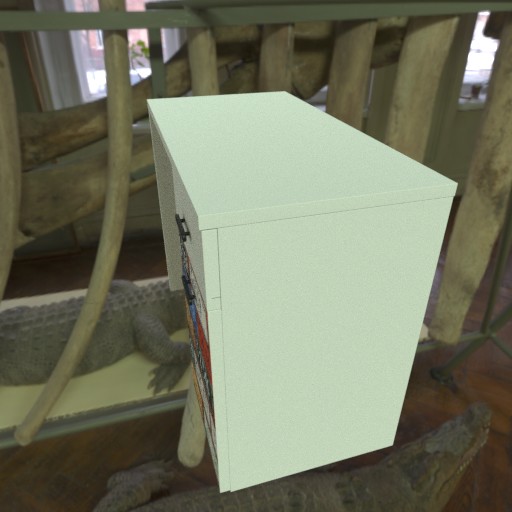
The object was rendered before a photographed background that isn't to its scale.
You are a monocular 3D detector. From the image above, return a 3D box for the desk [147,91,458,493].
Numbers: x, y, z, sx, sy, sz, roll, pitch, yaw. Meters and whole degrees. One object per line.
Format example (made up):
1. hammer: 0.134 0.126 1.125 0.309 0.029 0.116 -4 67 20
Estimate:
1. desk: 0.000 0.000 1.287 0.482 0.730 0.898 -9 32 -14
